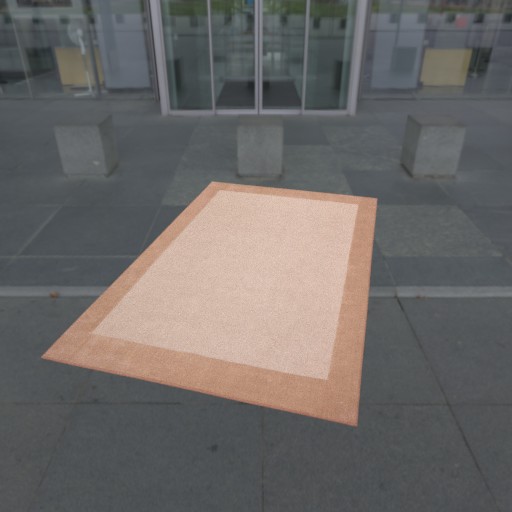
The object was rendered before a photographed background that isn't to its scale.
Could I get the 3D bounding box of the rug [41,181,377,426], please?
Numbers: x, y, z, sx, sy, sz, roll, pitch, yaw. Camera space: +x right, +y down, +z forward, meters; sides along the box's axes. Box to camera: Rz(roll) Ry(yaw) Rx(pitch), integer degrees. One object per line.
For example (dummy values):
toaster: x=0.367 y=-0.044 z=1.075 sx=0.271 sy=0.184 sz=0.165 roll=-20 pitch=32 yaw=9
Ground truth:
rug: x=0.000 y=0.000 z=3.009 sx=1.524 sy=0.014 sz=2.438 roll=8 pitch=32 yaw=13
